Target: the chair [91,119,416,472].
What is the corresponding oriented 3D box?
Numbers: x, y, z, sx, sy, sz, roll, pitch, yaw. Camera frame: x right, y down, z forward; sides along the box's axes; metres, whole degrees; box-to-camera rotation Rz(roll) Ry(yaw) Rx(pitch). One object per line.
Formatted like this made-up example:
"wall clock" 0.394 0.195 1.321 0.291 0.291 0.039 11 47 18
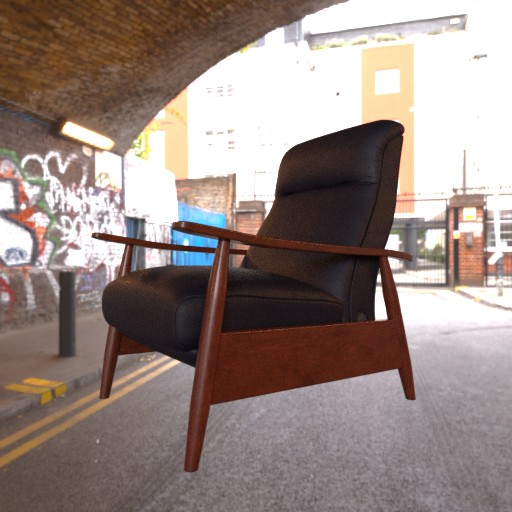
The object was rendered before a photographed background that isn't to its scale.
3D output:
"chair" 0.000 0.000 1.683 1.014 1.082 0.762 0 0 -36
